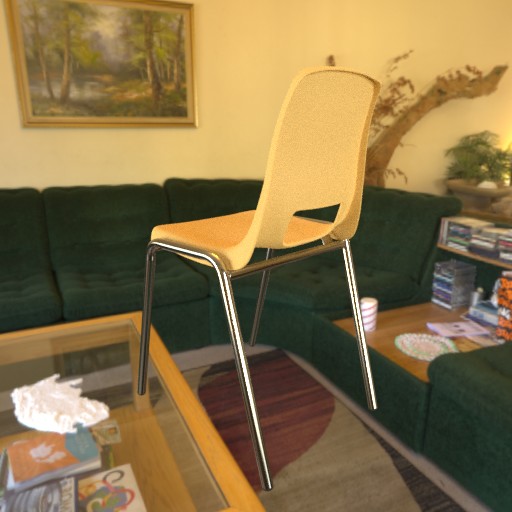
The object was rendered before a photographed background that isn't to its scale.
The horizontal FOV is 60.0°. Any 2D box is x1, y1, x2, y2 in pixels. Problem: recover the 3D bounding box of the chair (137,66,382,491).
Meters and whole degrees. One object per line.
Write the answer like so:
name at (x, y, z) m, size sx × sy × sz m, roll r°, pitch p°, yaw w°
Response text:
chair at (0.000, 0.000, 0.941) m, size 0.381 × 0.704 × 0.436 m, roll -14°, pitch 21°, yaw -41°
